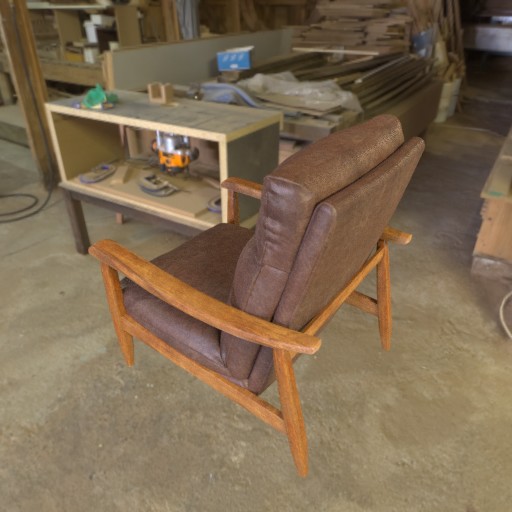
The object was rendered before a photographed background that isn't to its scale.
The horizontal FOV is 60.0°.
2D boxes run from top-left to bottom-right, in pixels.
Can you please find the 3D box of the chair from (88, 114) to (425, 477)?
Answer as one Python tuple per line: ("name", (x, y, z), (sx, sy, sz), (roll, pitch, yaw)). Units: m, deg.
("chair", (0.000, 0.000, 1.488), (0.830, 0.897, 0.782), (20, 37, 30))
